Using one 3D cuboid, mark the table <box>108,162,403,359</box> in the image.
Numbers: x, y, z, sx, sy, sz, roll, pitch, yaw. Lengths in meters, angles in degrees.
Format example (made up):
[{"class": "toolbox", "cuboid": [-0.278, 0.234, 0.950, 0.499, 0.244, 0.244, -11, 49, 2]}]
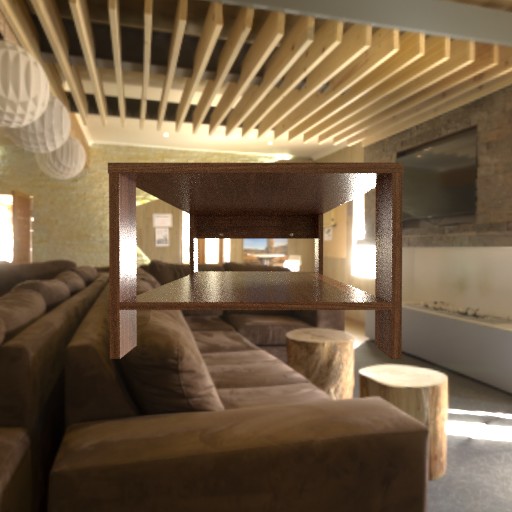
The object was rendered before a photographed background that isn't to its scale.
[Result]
[{"class": "table", "cuboid": [0.000, 0.000, 1.502, 0.600, 0.400, 1.200, 0, 1, 0]}]
